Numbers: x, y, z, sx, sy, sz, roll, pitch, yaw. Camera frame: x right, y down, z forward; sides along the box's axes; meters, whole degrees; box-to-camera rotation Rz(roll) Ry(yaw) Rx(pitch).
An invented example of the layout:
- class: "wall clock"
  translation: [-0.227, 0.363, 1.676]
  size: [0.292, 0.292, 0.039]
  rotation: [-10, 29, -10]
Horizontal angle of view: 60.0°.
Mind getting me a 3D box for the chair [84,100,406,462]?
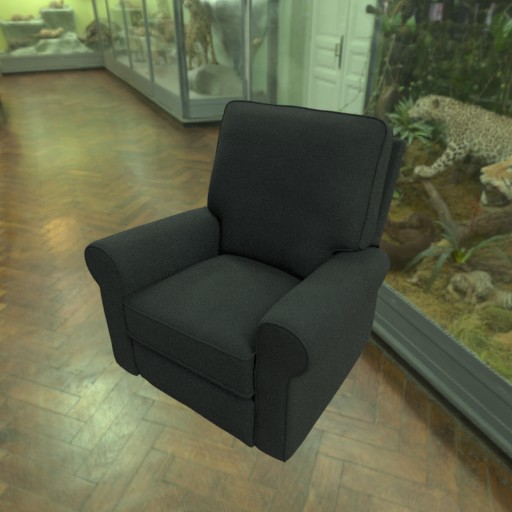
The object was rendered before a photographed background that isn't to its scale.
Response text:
- class: "chair"
  translation: [0.000, 0.000, 1.632]
  size: [0.890, 0.961, 0.878]
  rotation: [19, 36, 29]
